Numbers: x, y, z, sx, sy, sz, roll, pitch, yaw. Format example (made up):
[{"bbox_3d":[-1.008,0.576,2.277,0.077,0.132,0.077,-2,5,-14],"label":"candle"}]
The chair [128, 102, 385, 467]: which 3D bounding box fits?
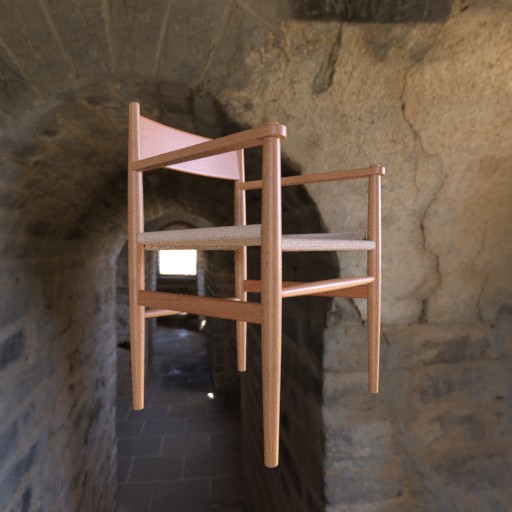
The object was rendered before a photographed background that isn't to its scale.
[{"bbox_3d":[0.000,0.000,1.151,0.495,0.762,0.556,1,1,36],"label":"chair"}]
